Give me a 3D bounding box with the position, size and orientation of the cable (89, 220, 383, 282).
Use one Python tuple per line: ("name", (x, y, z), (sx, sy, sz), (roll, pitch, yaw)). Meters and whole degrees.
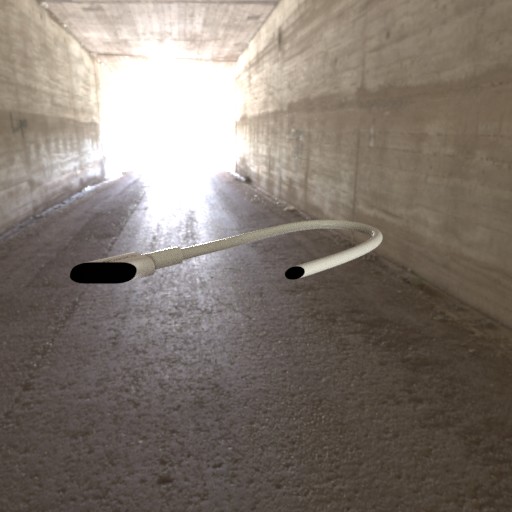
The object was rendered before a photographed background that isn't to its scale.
("cable", (0.000, 0.000, 0.113), (0.041, 0.005, 0.098), (15, 22, 42))
